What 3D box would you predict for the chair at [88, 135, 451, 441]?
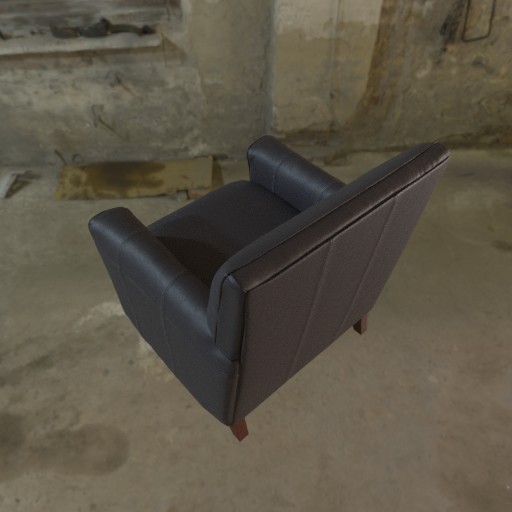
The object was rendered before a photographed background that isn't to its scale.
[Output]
[{"bbox_3d":[0.000,0.000,1.617,0.870,0.943,0.825,-32,53,-28],"label":"chair"}]
